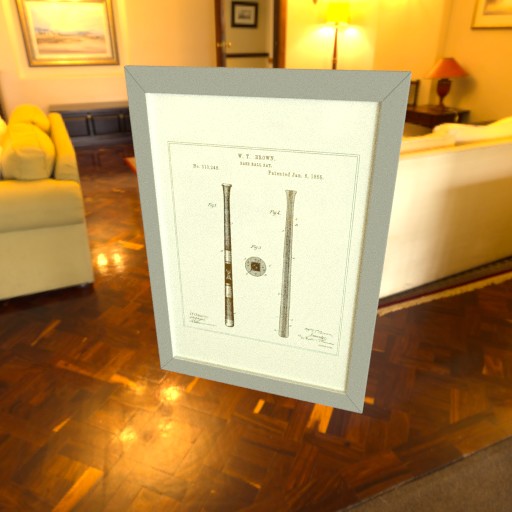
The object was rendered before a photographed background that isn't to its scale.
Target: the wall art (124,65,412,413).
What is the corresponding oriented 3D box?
[{"bbox_3d":[0.000,0.000,0.676,0.374,0.529,0.012,8,28,15],"label":"wall art"}]
